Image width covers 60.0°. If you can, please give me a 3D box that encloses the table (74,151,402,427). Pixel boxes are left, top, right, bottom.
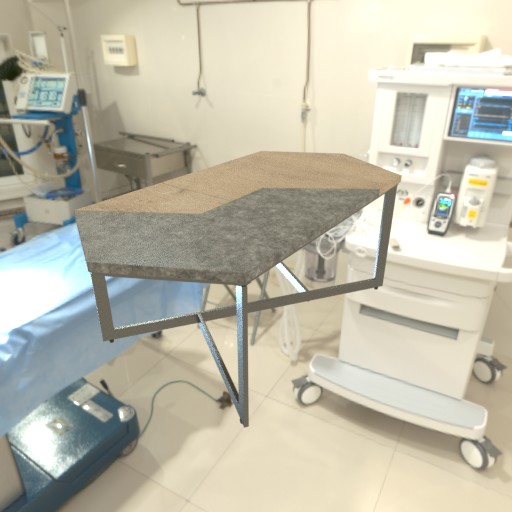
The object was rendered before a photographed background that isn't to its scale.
[{"bbox_3d":[0.000,0.000,1.493,0.609,0.457,1.219,18,32,32],"label":"table"}]
